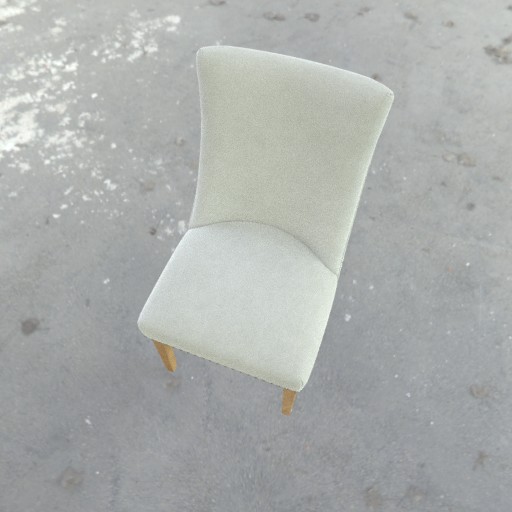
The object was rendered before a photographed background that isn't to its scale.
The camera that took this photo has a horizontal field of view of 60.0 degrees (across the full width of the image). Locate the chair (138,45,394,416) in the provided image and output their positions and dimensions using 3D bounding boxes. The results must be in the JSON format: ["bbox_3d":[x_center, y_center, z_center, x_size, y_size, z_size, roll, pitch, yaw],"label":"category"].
[{"bbox_3d":[0.000,0.000,1.274,0.495,0.902,0.610,17,60,10],"label":"chair"}]
